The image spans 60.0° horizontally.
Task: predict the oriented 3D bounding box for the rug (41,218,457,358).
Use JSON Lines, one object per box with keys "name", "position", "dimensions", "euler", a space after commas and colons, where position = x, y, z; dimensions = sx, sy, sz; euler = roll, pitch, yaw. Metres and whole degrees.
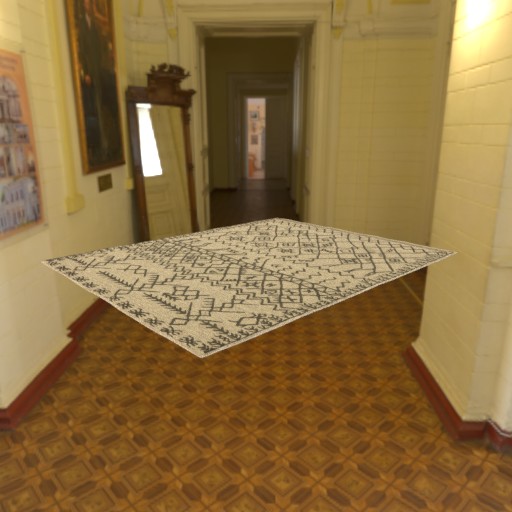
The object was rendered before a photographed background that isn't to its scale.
{"name": "rug", "position": [0.000, 0.000, 3.316], "dimensions": [2.455, 0.025, 1.964], "euler": [-14, 21, -41]}
